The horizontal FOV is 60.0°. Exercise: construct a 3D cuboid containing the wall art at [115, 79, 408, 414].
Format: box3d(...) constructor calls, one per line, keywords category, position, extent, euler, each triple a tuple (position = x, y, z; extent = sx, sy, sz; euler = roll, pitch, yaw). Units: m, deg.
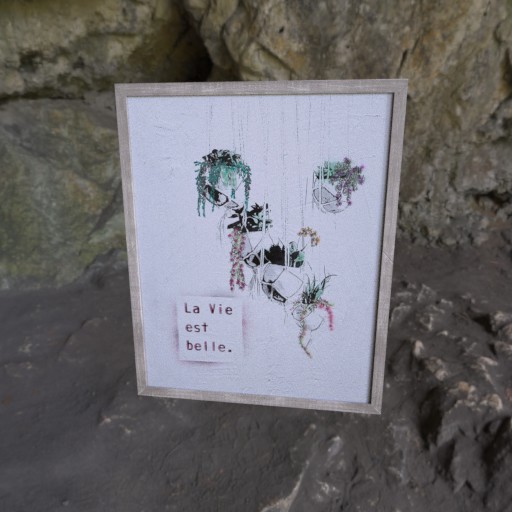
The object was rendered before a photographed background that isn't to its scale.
box3d(category="wall art", position=(0.000, 0.000, 0.711), extent=(0.421, 0.521, 0.032), euler=(2, 15, 7))
